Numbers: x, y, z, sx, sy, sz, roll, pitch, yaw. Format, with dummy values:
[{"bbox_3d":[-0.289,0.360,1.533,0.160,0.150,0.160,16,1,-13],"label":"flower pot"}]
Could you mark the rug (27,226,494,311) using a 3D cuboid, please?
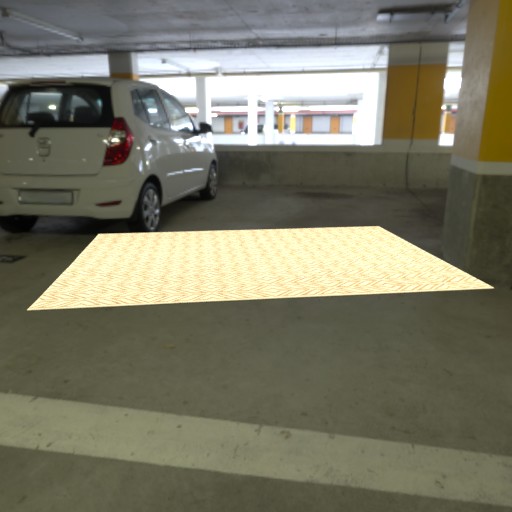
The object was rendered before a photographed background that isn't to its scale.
[{"bbox_3d":[0.000,0.000,2.296,1.828,0.007,1.220,-2,16,-7],"label":"rug"}]
